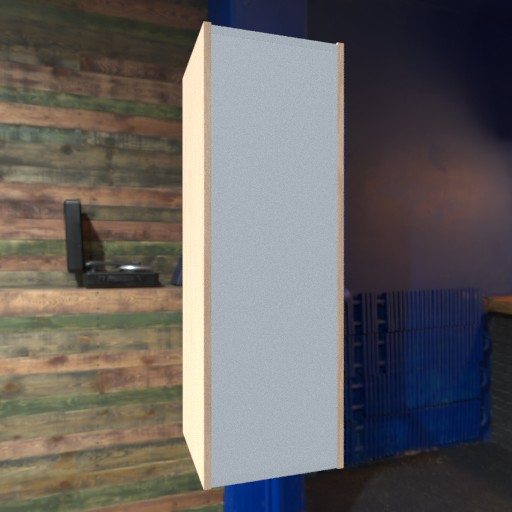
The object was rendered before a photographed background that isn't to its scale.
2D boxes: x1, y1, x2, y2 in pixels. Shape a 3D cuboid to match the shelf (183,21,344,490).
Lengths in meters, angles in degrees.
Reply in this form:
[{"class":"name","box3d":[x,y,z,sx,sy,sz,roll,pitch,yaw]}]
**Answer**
[{"class":"shelf","box3d":[0.000,0.000,1.033,0.300,0.900,0.290,0,0,-17]}]
